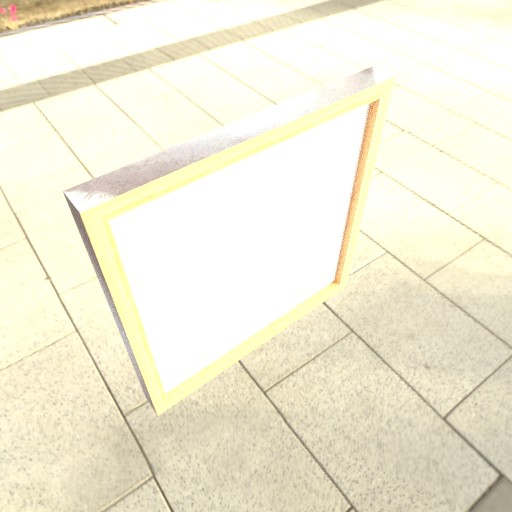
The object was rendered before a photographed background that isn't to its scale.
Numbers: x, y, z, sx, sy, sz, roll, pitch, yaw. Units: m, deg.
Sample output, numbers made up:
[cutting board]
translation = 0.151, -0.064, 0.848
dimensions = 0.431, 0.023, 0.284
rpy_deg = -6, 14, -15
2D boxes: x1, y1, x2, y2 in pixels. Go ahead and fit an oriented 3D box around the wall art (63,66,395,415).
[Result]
[wall art]
translation = 0.000, 0.000, 0.460
dimensions = 0.303, 0.303, 0.028
rpy_deg = -30, 54, -25
